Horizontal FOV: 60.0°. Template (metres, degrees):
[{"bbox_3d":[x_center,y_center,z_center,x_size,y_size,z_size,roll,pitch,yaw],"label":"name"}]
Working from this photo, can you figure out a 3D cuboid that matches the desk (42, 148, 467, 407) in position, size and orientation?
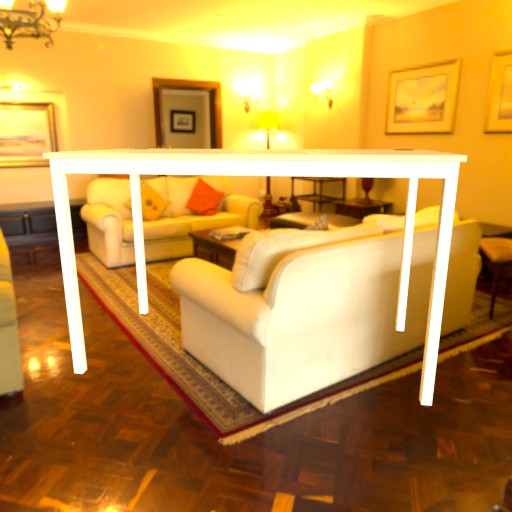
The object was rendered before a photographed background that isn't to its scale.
[{"bbox_3d":[0.000,0.000,1.614,1.200,0.750,0.600,2,15,9],"label":"desk"}]
